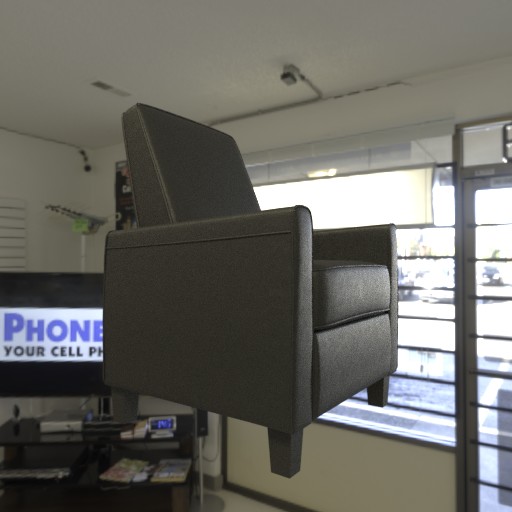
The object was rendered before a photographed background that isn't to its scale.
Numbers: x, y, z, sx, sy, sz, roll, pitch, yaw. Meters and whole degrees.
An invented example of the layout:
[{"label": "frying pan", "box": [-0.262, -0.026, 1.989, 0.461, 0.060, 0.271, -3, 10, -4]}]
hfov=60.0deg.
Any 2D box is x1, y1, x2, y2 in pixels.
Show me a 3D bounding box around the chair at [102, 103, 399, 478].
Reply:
[{"label": "chair", "box": [0.000, 0.000, 1.453, 0.746, 1.013, 0.705, 0, -1, 36]}]
